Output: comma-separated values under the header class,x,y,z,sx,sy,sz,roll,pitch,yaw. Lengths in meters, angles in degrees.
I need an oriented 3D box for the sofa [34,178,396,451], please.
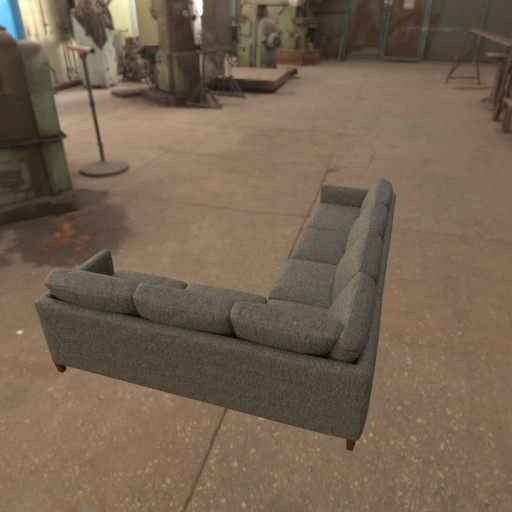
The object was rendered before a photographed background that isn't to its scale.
class,x,y,z,sx,sy,sz,roll,pitch,yaw
sofa,0.000,0.000,4.525,2.593,0.947,3.302,9,31,16
